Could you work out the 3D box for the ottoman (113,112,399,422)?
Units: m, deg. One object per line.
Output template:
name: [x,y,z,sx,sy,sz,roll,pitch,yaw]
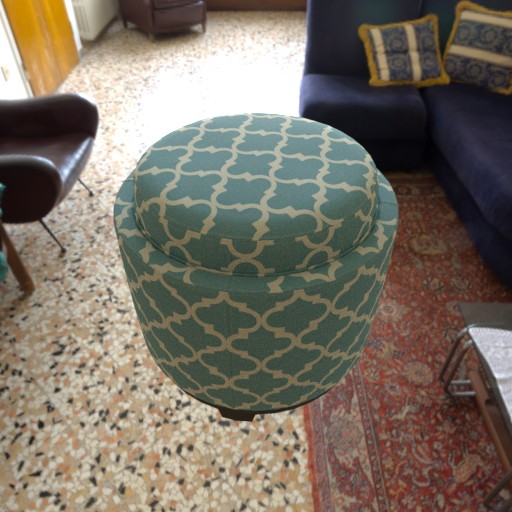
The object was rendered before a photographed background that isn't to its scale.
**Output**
ottoman: [0.000,0.000,0.846,0.480,0.429,0.480,0,42,0]
